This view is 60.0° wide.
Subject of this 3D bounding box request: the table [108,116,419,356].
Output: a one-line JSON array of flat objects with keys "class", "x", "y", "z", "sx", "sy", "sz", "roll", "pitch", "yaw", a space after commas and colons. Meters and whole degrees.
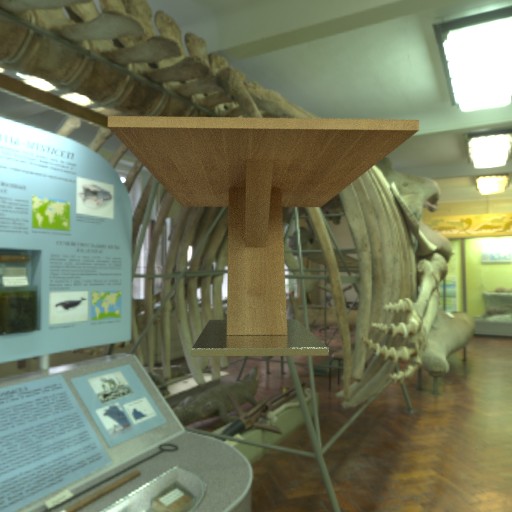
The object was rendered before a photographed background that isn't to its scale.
[{"class": "table", "x": 0.000, "y": 0.000, "z": 2.067, "sx": 0.900, "sy": 0.750, "sz": 1.600, "roll": 0, "pitch": -2, "yaw": -2}]
